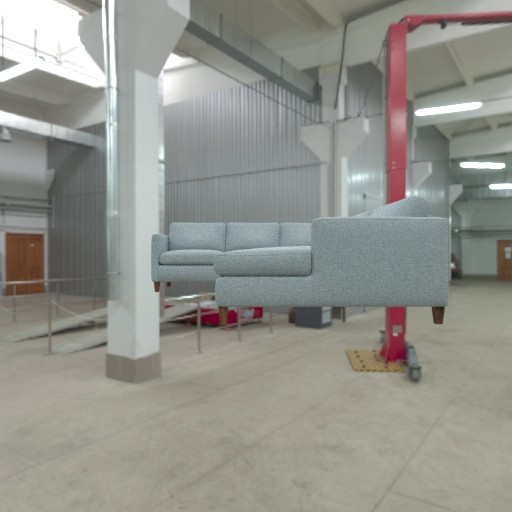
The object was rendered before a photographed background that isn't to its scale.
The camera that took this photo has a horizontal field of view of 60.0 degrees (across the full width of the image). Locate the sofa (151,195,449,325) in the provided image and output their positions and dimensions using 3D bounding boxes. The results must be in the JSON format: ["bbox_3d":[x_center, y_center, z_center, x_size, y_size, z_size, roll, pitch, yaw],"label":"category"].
[{"bbox_3d":[0.000,0.000,4.584,2.551,0.889,3.403,0,0,-1],"label":"sofa"}]
